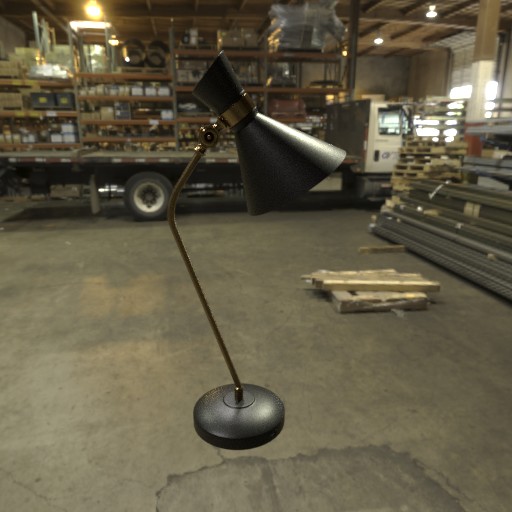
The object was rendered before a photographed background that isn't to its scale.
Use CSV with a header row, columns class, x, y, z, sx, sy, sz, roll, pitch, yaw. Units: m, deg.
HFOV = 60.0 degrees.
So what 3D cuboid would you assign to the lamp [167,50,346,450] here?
class,x,y,z,sx,sy,sz,roll,pitch,yaw
lamp,0.000,0.000,0.766,0.292,0.647,0.189,-3,16,-10
